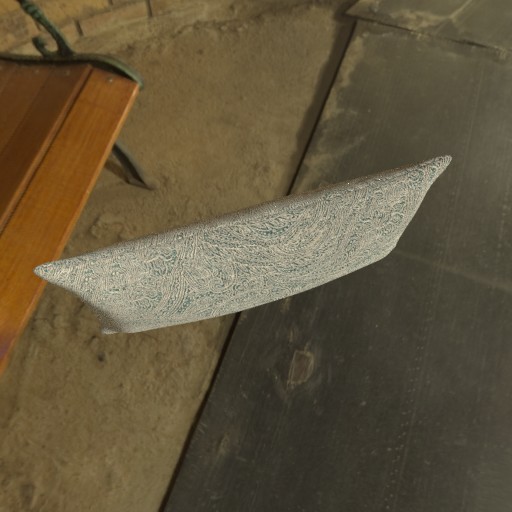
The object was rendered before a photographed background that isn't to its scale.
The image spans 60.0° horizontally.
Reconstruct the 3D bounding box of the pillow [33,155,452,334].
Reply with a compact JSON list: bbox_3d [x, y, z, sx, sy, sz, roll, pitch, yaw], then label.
[{"bbox_3d":[0.000,0.000,0.751,0.615,0.295,0.151,-16,65,-8],"label":"pillow"}]
